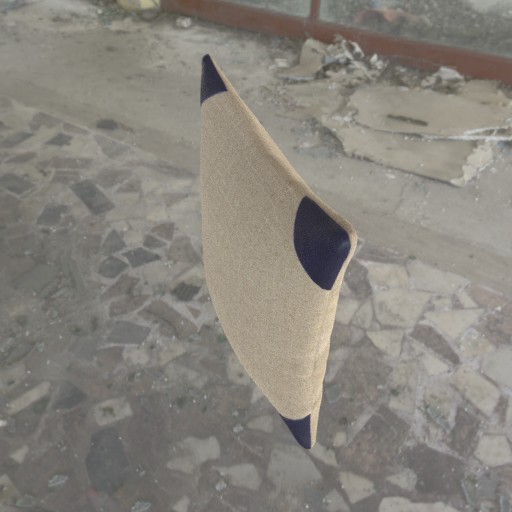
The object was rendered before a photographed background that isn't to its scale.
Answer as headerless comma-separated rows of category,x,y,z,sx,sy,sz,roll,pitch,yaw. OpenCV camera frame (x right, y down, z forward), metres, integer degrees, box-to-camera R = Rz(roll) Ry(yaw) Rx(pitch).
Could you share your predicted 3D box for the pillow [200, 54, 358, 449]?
pillow,0.000,0.000,0.670,0.147,0.441,0.440,-16,47,-15
